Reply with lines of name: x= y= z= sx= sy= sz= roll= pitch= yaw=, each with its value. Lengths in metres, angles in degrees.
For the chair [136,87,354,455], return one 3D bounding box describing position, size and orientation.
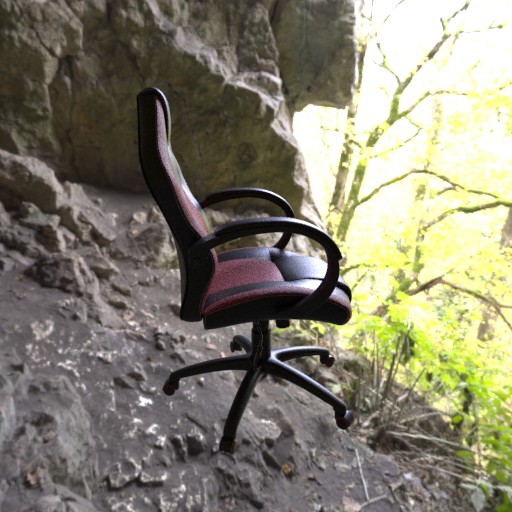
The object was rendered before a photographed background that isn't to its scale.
chair: x=0.000 y=0.000 z=1.690 sx=0.783 sy=1.189 sz=0.750 roll=-3 pitch=17 yaw=-9
